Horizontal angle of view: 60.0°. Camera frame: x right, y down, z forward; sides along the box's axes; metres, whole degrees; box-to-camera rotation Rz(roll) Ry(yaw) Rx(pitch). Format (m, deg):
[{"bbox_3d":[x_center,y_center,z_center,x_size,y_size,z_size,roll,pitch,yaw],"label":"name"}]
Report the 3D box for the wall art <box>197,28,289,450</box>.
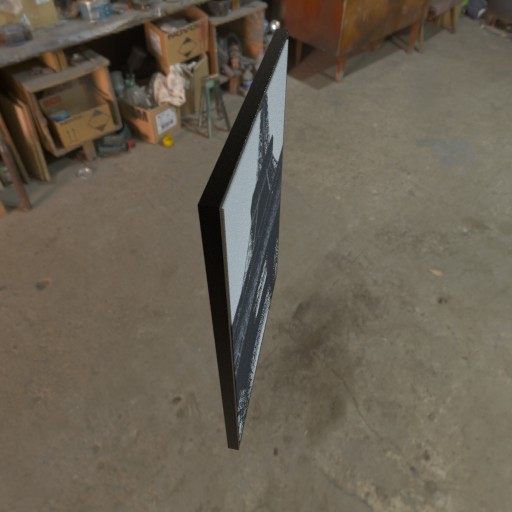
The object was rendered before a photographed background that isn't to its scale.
[{"bbox_3d":[0.000,0.000,1.385,0.040,1.062,0.805,8,47,8],"label":"wall art"}]
